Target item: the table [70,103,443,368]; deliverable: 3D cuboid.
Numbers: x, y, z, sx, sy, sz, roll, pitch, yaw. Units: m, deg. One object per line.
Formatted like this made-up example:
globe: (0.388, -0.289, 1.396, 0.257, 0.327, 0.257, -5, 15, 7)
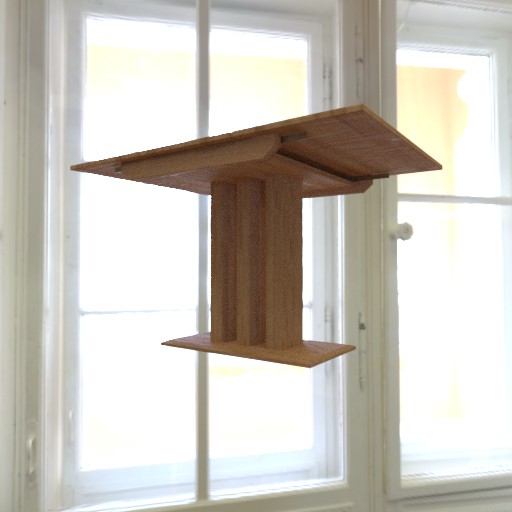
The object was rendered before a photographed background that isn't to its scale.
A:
table: (0.000, 0.000, 1.877, 1.300, 0.770, 0.900, -1, -1, 35)
